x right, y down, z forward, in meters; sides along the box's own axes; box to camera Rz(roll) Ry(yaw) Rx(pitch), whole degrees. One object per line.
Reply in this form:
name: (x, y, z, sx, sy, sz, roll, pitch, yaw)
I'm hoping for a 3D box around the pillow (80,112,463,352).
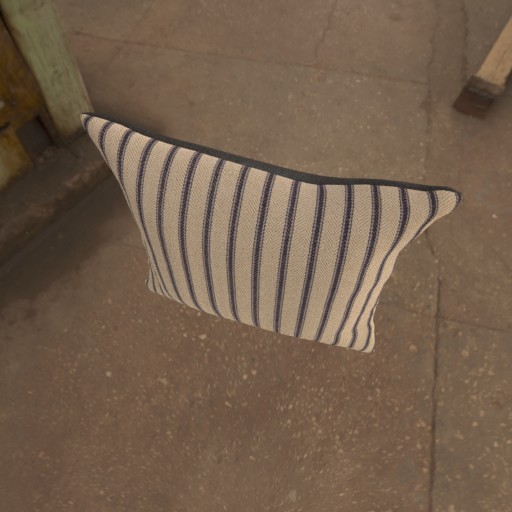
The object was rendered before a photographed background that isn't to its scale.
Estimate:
pillow: (0.000, 0.000, 0.694, 0.468, 0.444, 0.138, 14, 58, 9)
